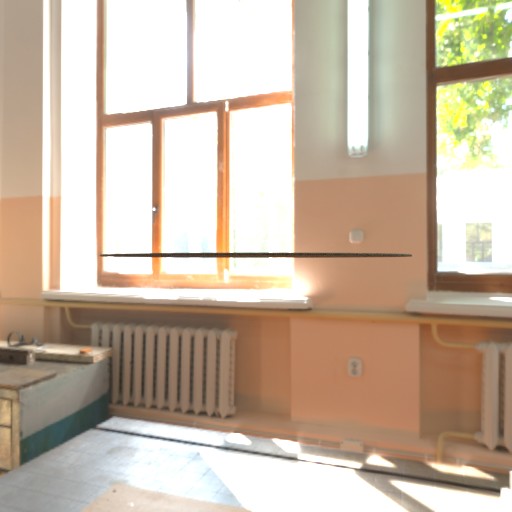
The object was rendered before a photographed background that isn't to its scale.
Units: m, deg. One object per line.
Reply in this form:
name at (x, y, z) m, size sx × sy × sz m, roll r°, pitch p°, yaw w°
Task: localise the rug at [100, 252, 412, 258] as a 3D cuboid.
rug at (0.000, 0.000, 2.401) m, size 1.598 × 0.010 × 1.598 m, roll 0°, pitch -1°, yaw 0°
